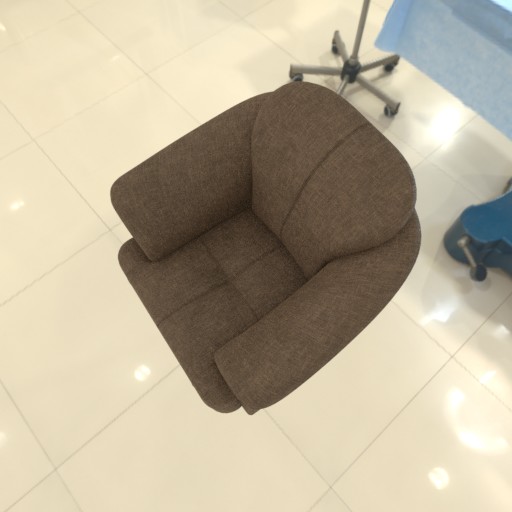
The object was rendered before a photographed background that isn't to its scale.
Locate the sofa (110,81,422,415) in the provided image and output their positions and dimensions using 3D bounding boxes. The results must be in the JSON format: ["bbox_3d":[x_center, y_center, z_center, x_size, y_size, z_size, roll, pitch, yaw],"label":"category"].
[{"bbox_3d":[0.000,0.000,1.489,0.794,0.811,0.870,-32,68,-14],"label":"sofa"}]
